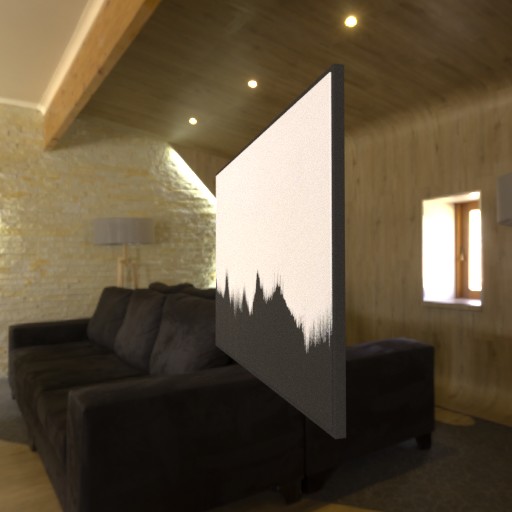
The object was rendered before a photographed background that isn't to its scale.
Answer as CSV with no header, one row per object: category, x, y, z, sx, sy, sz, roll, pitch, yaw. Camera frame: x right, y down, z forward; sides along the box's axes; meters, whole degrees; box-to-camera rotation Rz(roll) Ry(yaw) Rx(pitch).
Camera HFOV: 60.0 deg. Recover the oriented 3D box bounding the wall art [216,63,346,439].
wall art,0.000,0.000,1.517,0.028,0.805,1.190,0,-2,-17
